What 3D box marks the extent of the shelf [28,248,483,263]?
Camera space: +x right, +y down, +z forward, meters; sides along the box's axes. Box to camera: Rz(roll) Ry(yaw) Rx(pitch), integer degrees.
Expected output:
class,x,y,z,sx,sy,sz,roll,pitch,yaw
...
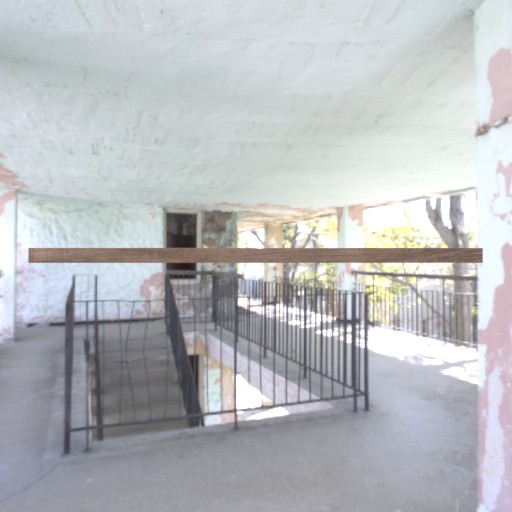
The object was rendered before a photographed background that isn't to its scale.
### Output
class,x,y,z,sx,sy,sz,roll,pitch,yaw
shelf,0.000,0.000,0.664,0.610,0.020,0.140,0,-1,0
